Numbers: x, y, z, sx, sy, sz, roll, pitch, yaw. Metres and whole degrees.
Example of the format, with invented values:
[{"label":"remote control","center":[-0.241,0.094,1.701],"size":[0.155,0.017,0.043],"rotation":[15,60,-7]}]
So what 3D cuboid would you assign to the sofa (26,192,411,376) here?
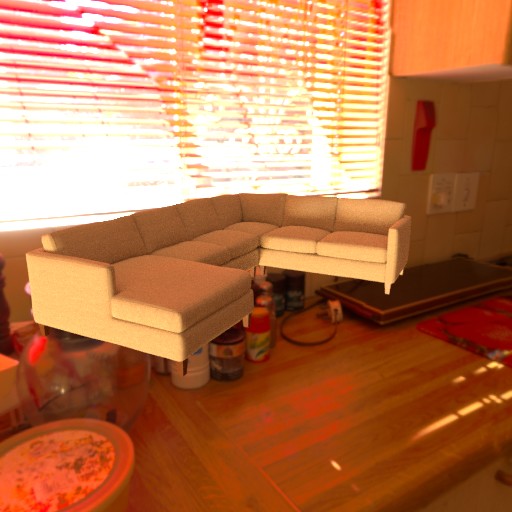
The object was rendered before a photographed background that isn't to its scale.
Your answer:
[{"label":"sofa","center":[0.000,0.000,4.626],"size":[2.594,0.961,3.460],"rotation":[7,16,27]}]
